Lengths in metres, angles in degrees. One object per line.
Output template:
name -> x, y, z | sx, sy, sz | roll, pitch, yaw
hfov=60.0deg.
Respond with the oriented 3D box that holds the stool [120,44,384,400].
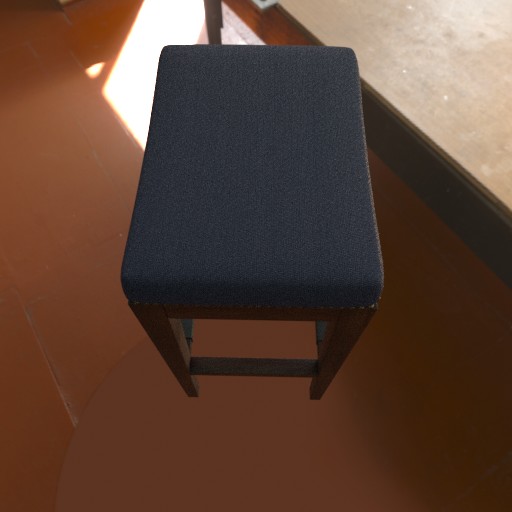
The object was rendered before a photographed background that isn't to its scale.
stool -> 0.000, 0.000, 0.997 | 0.358, 0.740, 0.498 | 1, 63, 1
